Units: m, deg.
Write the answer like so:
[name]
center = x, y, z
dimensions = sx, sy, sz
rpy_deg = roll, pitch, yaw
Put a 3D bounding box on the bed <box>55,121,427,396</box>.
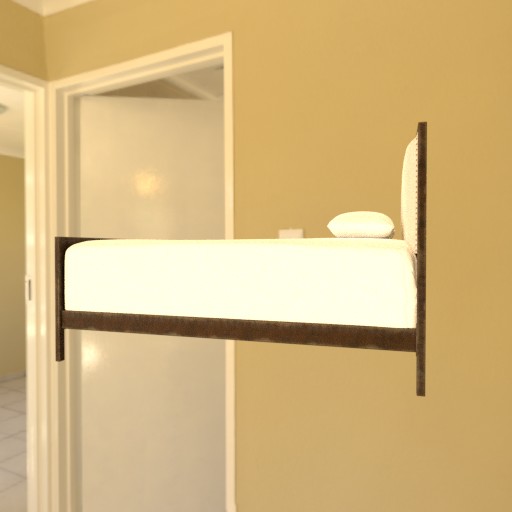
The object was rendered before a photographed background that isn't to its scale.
[bed]
center = 0.000, 0.000, 3.217
dimensions = 2.221, 1.313, 1.607
rpy_deg = 0, 1, 18
